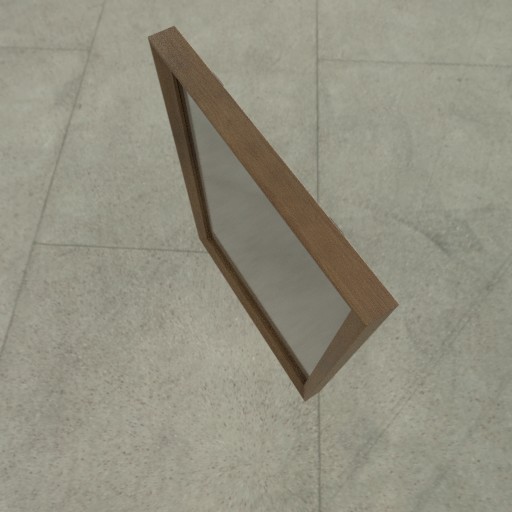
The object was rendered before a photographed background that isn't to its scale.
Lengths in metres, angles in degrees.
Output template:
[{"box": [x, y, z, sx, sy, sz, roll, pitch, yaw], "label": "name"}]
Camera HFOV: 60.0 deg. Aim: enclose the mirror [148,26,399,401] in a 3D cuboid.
[{"box": [0.000, 0.000, 0.674, 0.041, 0.509, 0.406, -30, 69, -13], "label": "mirror"}]
